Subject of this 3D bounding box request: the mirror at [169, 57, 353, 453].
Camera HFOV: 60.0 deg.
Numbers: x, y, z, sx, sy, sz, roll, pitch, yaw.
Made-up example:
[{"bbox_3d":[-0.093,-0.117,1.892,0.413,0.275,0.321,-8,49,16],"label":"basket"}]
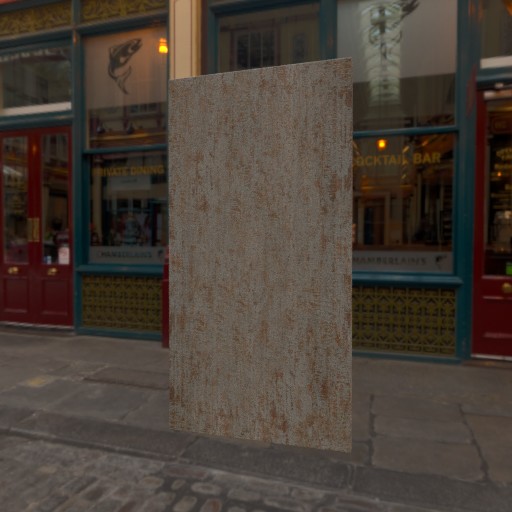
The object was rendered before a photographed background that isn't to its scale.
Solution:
[{"bbox_3d":[0.000,0.000,1.113,0.472,0.922,0.027,0,1,17],"label":"mirror"}]
